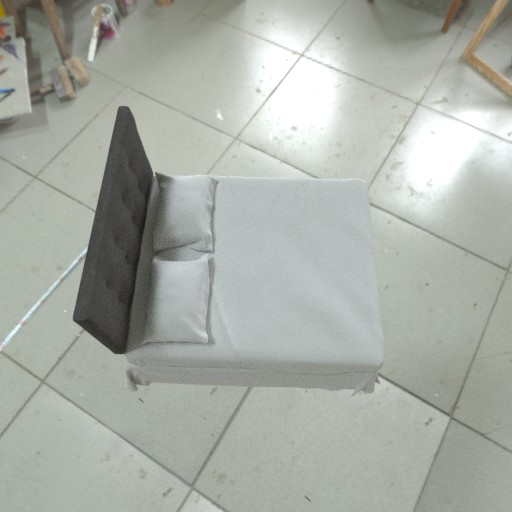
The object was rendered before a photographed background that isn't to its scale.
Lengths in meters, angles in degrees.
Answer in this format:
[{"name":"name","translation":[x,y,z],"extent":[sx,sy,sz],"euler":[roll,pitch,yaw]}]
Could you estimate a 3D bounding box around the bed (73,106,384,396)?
[{"name":"bed","translation":[0.000,0.000,3.555],"extent":[2.222,1.577,1.936],"euler":[2,65,1]}]
